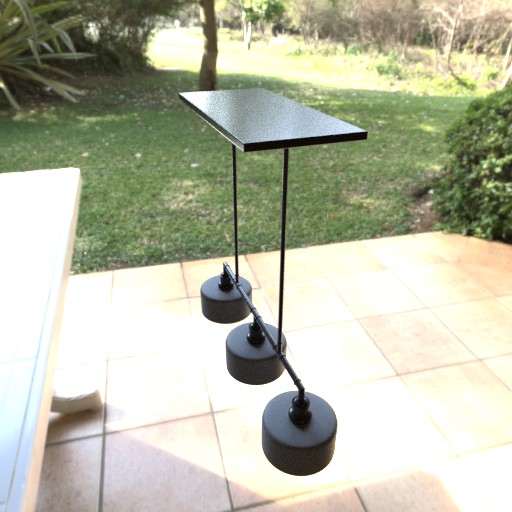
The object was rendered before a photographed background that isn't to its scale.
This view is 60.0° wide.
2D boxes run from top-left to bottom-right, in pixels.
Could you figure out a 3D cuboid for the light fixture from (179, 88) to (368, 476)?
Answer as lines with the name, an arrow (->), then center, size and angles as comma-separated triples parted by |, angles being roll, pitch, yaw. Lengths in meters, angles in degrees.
light fixture -> 0.000, 0.000, 0.866 | 0.177, 0.557, 0.582 | -10, 31, -18
